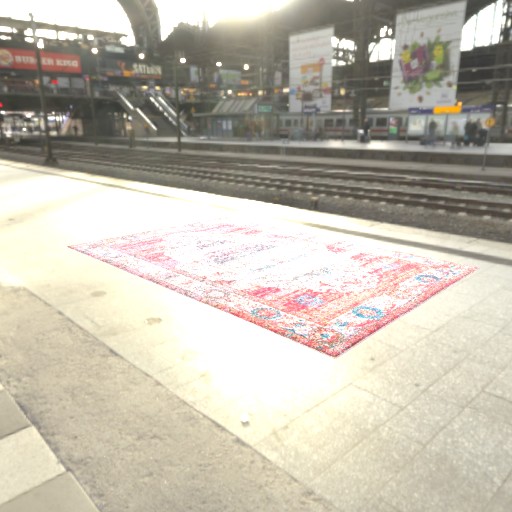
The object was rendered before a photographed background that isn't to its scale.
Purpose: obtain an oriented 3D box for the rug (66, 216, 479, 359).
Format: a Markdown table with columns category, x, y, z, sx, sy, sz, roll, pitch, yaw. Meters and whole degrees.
| category | x | y | z | sx | sy | sz | roll | pitch | yaw |
| --- | --- | --- | --- | --- | --- | --- | --- | --- | --- |
| rug | 0.000 | 0.000 | 2.327 | 1.829 | 0.006 | 1.219 | 15 | 22 | 42 |
